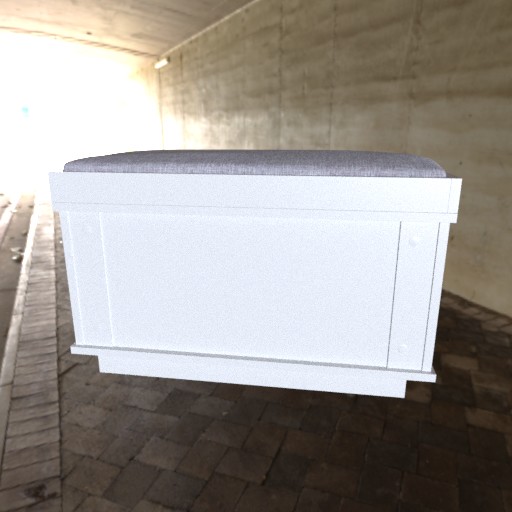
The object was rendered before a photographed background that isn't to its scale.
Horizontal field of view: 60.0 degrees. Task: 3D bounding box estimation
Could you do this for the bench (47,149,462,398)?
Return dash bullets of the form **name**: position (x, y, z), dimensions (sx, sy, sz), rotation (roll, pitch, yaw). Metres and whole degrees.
- **bench**: position (0.000, 0.000, 1.004), dimensions (0.734, 0.461, 0.362), rotation (2, 17, 8)
